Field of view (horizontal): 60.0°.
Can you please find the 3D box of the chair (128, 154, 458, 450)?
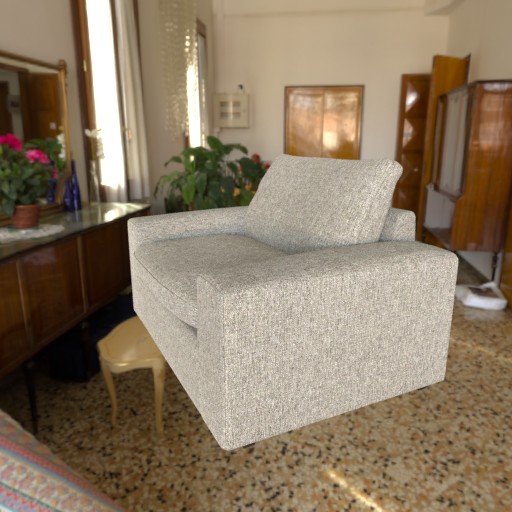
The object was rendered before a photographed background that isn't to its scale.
[{"bbox_3d":[0.000,0.000,2.089,1.039,0.915,1.398,-7,16,-26],"label":"chair"}]
